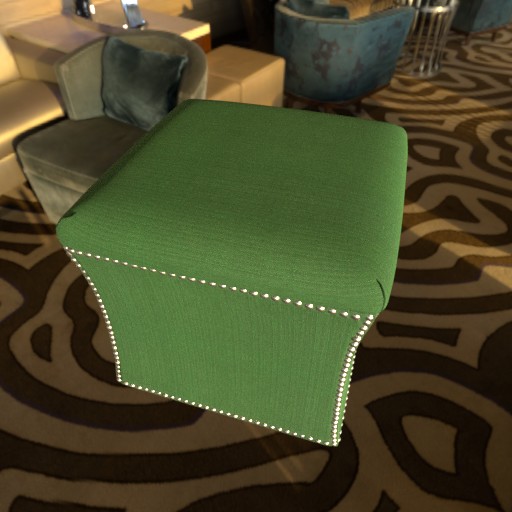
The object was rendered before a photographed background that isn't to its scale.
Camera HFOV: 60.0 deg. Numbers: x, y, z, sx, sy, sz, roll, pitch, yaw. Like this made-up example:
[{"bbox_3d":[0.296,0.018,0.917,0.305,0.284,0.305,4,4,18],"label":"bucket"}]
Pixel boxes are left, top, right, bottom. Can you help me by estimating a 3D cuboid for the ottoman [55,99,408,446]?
[{"bbox_3d":[0.000,0.000,0.902,0.507,0.475,0.497,12,43,13],"label":"ottoman"}]
